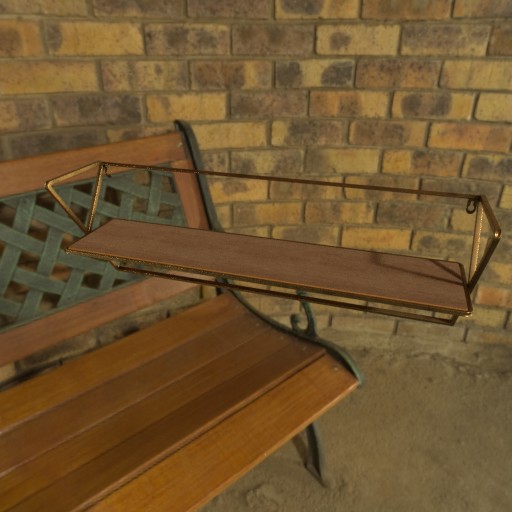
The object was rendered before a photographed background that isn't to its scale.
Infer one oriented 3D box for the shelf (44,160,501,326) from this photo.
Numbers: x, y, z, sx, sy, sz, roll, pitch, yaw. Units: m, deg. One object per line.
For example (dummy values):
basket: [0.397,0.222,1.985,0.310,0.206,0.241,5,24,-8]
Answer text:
shelf: [0.000,0.000,0.714,0.645,0.229,0.150,8,28,16]
